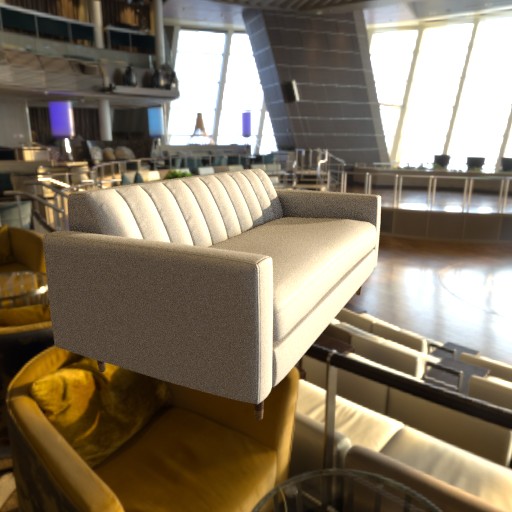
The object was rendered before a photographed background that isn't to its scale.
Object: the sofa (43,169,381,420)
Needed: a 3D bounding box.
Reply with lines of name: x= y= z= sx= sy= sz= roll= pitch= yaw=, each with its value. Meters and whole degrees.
sofa: x=0.000 y=0.000 z=2.389 sx=0.969 sy=0.814 sz=1.895 roll=7 pitch=17 yaw=26
